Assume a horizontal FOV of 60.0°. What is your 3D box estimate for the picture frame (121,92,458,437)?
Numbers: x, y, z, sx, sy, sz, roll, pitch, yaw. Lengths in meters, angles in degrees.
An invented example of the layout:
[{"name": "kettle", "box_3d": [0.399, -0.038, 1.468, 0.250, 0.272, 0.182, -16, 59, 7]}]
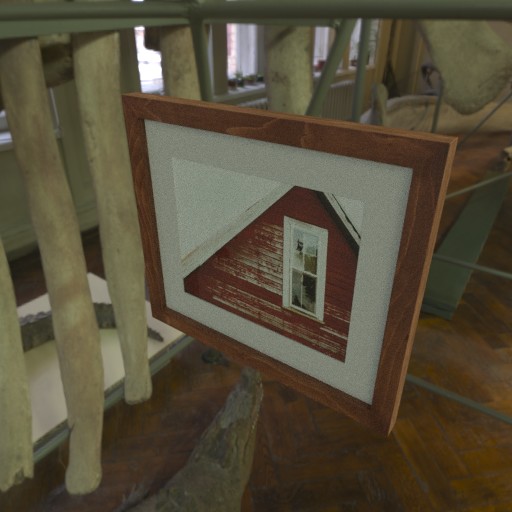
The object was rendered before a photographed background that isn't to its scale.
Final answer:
[{"name": "picture frame", "box_3d": [0.000, 0.000, 0.523, 0.381, 0.330, 0.025, 19, 34, 31]}]
